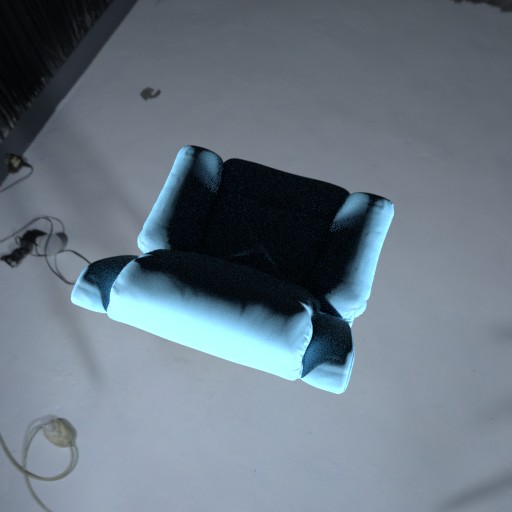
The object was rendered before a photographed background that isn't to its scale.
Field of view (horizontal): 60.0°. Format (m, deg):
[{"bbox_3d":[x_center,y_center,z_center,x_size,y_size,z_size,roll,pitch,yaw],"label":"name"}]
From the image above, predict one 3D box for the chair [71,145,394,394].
[{"bbox_3d":[0.000,0.000,1.260,0.680,0.702,0.709,17,65,8],"label":"chair"}]
